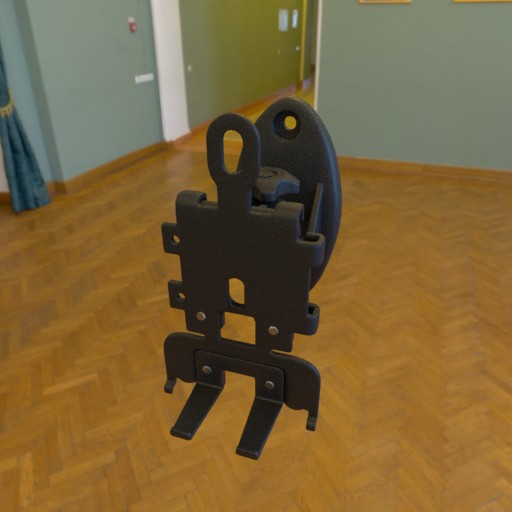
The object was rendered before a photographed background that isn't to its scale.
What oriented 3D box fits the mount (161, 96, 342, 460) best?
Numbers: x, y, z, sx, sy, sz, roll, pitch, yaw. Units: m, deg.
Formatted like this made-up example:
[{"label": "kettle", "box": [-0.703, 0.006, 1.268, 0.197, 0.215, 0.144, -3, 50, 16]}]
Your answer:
[{"label": "mount", "box": [0.000, 0.000, 0.177, 0.066, 0.118, 0.100, 9, 29, 16]}]
